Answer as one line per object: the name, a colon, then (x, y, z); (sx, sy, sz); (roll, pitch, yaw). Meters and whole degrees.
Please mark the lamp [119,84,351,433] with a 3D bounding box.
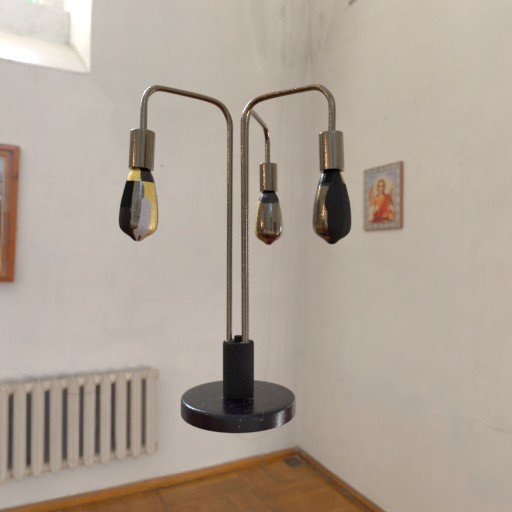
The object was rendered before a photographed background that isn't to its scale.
lamp: (0.000, 0.000, 0.809); (0.355, 0.560, 0.368); (0, 0, 18)
